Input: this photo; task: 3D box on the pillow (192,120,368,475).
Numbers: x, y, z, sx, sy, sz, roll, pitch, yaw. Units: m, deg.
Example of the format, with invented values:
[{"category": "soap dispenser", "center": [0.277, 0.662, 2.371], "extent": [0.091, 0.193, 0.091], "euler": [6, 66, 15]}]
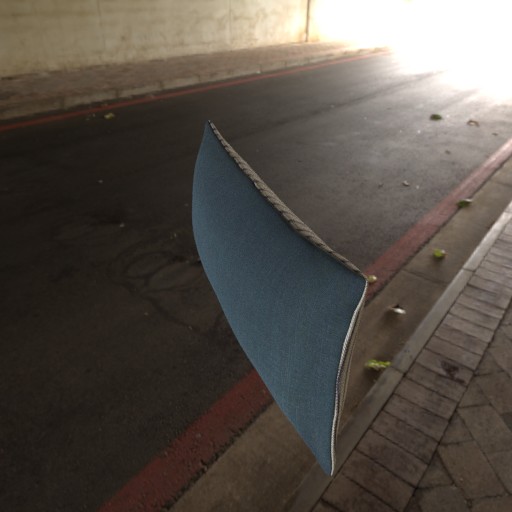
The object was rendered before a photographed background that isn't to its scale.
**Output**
[{"category": "pillow", "center": [0.000, 0.000, 0.727], "extent": [0.151, 0.305, 0.609], "euler": [-10, 32, -17]}]
